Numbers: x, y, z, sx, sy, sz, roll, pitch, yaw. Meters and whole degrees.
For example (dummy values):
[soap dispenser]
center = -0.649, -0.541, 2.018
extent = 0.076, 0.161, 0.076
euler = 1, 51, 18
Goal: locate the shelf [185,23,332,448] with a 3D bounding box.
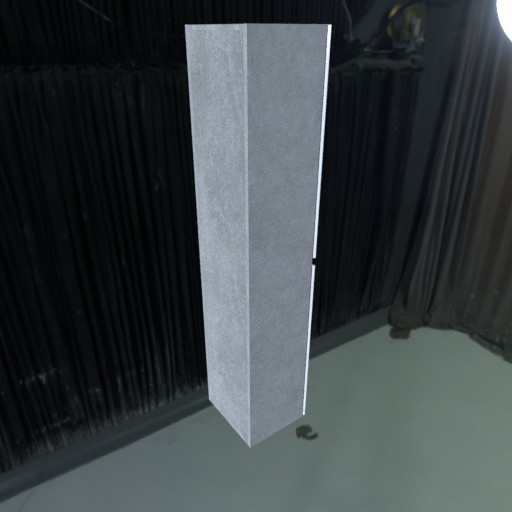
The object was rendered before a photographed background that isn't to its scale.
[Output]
[shelf]
center = 0.000, 0.000, 1.513
extent = 0.270, 1.400, 0.300
euler = -18, 32, -32
